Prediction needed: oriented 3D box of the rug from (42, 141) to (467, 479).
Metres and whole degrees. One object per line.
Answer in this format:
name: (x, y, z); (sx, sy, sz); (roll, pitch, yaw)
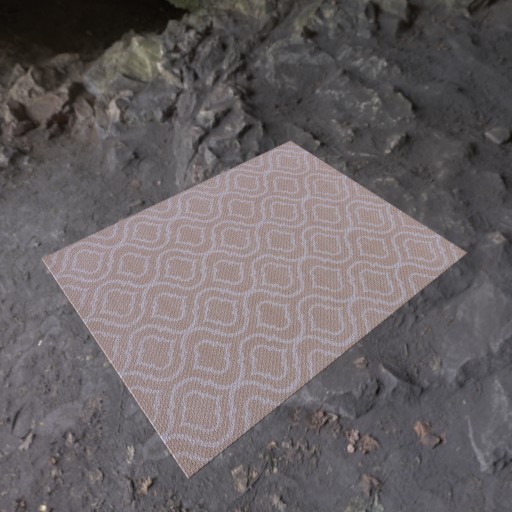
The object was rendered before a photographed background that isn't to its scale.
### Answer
rug: (0.000, 0.000, 3.840); (2.894, 0.013, 2.286); (-31, 54, -26)
